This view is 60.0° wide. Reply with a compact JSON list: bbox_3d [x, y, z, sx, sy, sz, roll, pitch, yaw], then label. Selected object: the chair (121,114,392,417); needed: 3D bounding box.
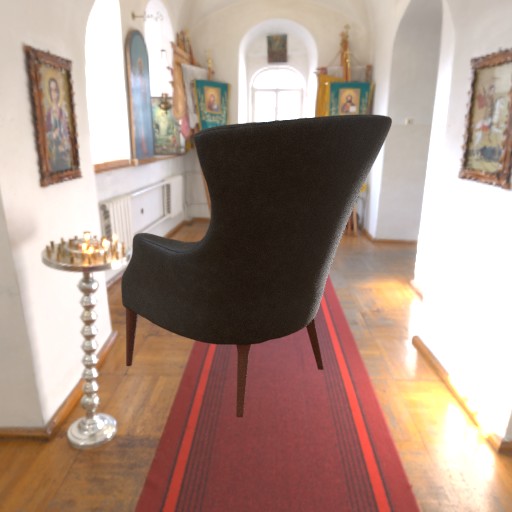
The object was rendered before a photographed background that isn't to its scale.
[{"bbox_3d":[0.000,0.000,1.760,0.819,1.068,0.954,-16,23,-41],"label":"chair"}]
